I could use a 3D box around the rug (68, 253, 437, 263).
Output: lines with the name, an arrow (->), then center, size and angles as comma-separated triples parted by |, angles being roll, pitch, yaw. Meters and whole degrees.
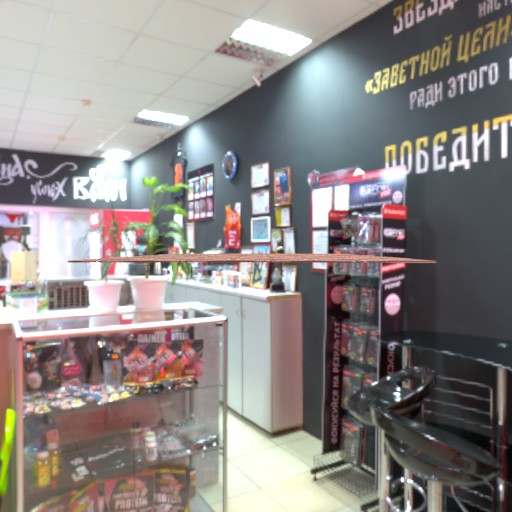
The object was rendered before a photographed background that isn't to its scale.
rug -> 0.000, 0.000, 2.218 | 1.142, 0.010, 1.748 | 0, 1, 1
